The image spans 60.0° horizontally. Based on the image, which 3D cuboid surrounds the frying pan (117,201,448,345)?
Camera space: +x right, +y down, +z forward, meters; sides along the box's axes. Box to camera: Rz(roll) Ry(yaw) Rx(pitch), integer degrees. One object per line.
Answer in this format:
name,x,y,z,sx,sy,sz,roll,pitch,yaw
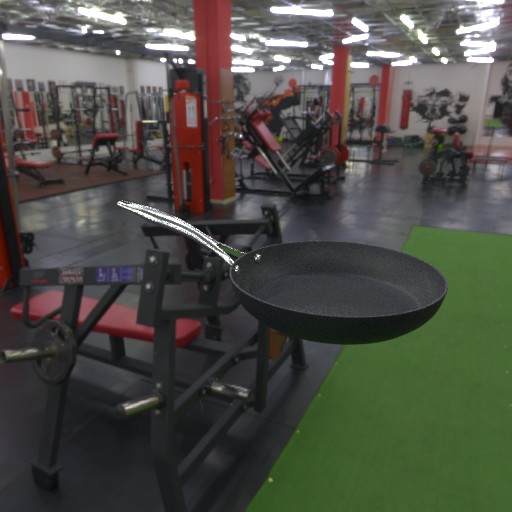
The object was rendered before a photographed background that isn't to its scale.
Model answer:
frying pan,0.000,0.000,0.587,0.472,0.105,0.255,10,21,27
